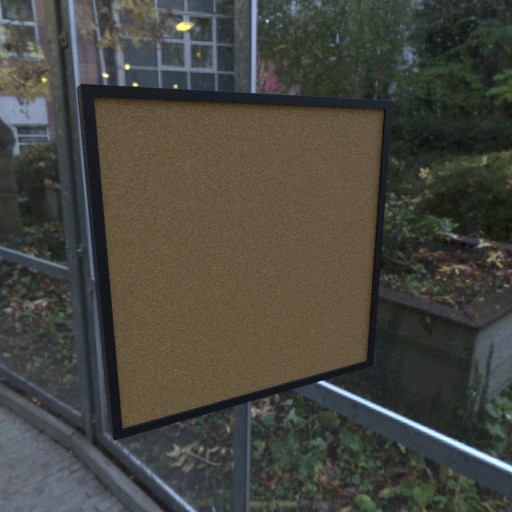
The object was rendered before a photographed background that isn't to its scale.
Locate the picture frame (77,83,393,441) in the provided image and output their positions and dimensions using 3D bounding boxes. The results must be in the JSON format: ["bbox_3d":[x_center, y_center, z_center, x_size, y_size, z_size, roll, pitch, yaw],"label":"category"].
[{"bbox_3d":[0.000,0.000,0.462,0.317,0.317,0.030,-7,16,-26],"label":"picture frame"}]
